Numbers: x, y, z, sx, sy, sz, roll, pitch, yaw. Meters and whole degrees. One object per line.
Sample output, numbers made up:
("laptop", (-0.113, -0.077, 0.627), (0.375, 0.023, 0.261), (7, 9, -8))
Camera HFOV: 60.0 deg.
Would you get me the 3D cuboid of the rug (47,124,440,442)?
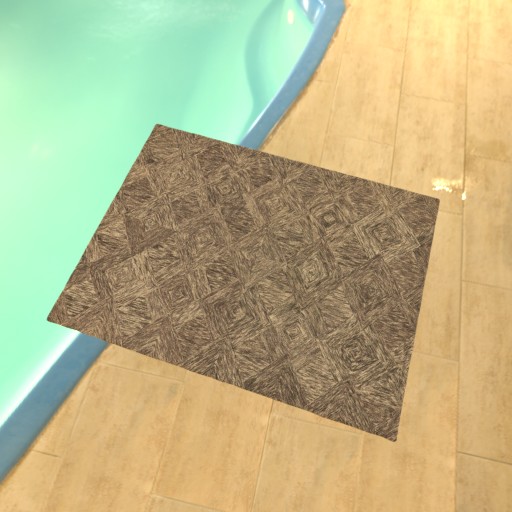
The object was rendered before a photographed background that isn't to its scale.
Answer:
("rug", (0.000, 0.000, 4.291), (3.204, 0.017, 2.448), (17, 65, 8))
